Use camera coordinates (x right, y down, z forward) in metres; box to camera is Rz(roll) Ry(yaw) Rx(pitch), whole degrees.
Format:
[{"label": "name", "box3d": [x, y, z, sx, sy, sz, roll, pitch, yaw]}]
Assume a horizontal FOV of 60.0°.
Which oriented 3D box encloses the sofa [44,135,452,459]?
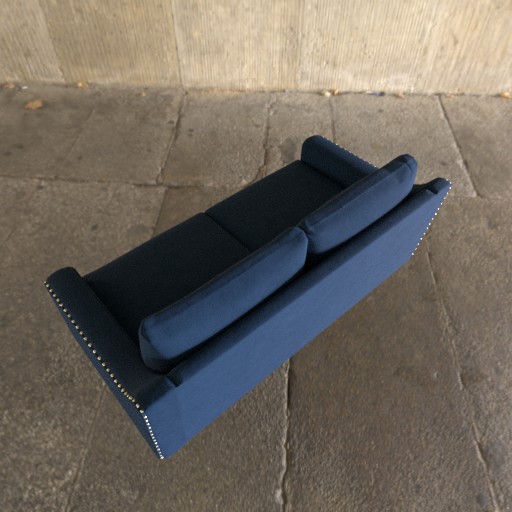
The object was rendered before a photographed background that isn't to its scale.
[{"label": "sofa", "box3d": [0.000, 0.000, 2.649, 2.107, 0.983, 1.104, -33, 56, -26]}]
